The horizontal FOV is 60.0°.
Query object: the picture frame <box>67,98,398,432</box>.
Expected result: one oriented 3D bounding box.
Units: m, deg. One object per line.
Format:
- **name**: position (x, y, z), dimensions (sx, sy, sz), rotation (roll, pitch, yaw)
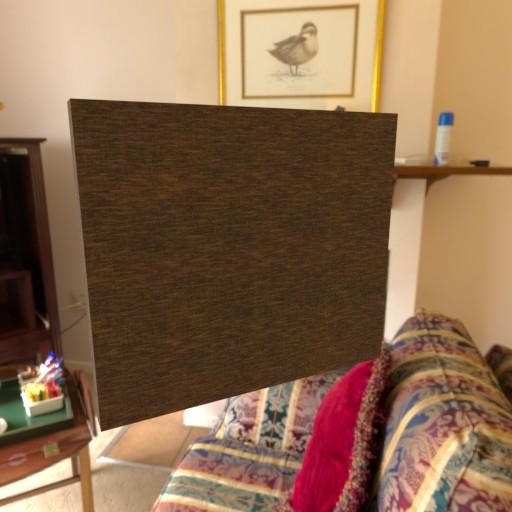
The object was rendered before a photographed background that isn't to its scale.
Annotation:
- **picture frame**: position (0.000, 0.000, 0.521), dimensions (0.378, 0.330, 0.033), rotation (-7, 15, -26)
